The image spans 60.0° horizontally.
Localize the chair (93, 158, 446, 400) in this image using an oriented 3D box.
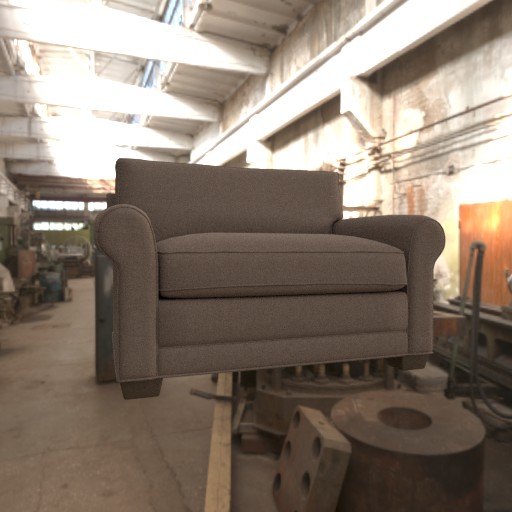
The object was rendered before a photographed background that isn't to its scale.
[{"bbox_3d":[0.000,0.000,2.017,1.390,0.930,0.930,0,1,-19],"label":"chair"}]
